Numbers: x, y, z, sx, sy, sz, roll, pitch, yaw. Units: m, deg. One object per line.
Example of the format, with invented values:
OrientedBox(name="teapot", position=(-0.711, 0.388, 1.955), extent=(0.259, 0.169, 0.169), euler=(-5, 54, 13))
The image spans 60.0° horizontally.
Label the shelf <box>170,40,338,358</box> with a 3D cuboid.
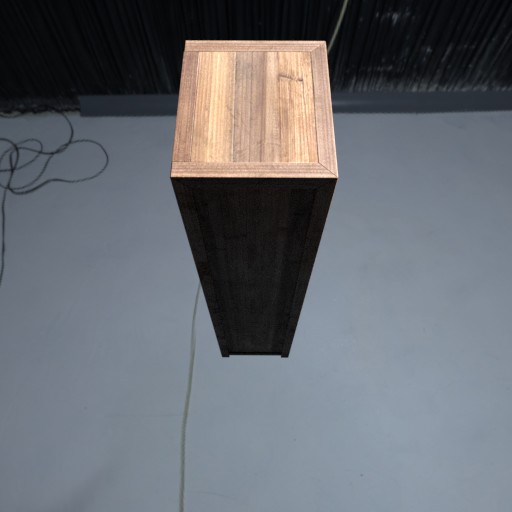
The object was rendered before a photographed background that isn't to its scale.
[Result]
OrientedBox(name="shelf", position=(0.000, 0.000, 2.066), extent=(0.428, 1.900, 0.500), euler=(0, 64, 0))
